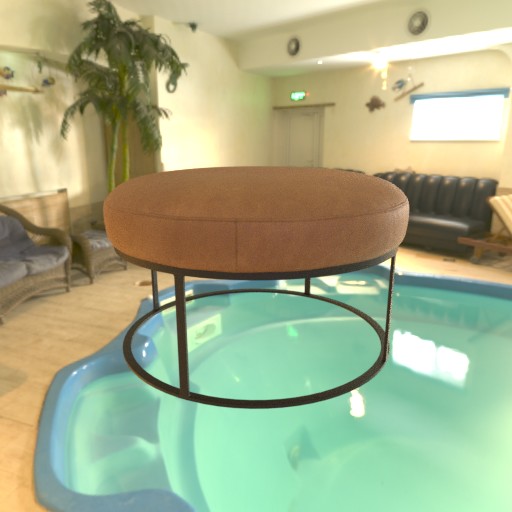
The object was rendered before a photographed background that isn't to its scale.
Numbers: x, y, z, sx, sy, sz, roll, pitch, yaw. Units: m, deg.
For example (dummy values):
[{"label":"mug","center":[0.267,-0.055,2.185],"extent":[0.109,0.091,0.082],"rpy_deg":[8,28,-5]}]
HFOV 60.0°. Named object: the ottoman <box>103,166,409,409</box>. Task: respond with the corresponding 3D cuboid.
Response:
[{"label":"ottoman","center":[0.000,0.000,1.215],"extent":[0.771,0.460,0.771],"rpy_deg":[0,15,0]}]
